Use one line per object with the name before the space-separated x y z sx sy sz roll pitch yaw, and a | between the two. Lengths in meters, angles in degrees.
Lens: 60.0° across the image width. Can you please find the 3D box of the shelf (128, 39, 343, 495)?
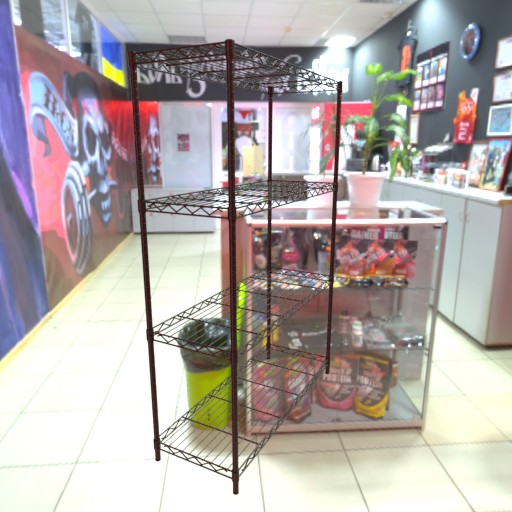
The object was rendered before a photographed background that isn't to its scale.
shelf | 0.000 0.000 1.734 0.352 1.361 0.907 8 16 27
